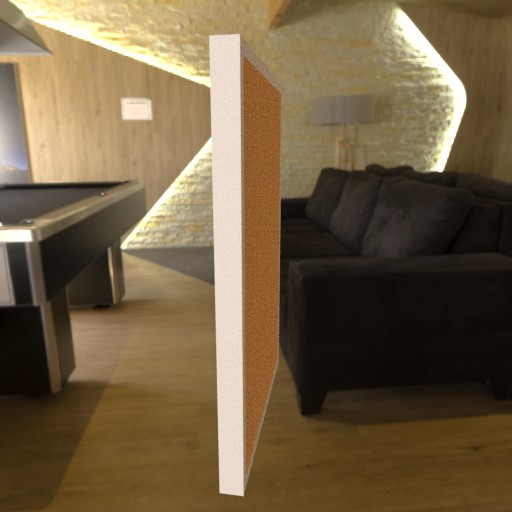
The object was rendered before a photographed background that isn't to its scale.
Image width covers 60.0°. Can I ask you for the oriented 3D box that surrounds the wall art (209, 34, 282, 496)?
[{"bbox_3d":[0.000,0.000,0.828,0.038,0.657,0.450,2,14,9],"label":"wall art"}]
